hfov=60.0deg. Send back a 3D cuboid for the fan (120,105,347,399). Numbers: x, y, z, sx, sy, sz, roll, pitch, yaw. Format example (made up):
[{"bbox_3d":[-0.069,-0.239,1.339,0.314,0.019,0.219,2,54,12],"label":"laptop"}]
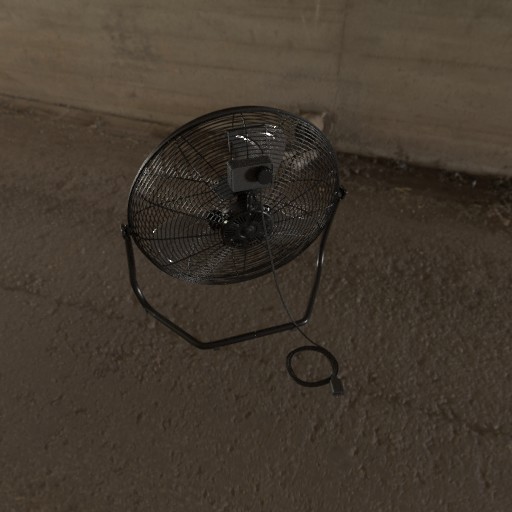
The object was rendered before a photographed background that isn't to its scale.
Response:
[{"bbox_3d":[0.000,0.000,1.004,0.595,0.605,0.470,-12,43,-13],"label":"fan"}]
